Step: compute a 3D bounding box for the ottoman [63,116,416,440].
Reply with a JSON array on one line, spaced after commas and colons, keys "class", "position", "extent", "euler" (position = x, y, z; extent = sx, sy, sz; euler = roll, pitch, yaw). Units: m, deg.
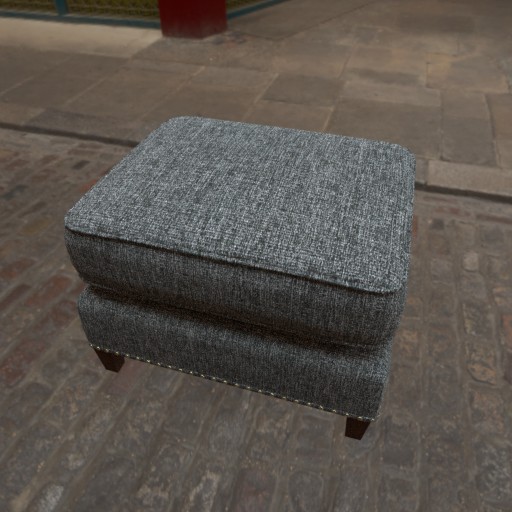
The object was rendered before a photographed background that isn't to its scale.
[{"class": "ottoman", "position": [0.000, 0.000, 1.158], "extent": [0.738, 0.537, 0.589], "euler": [11, 42, 13]}]
